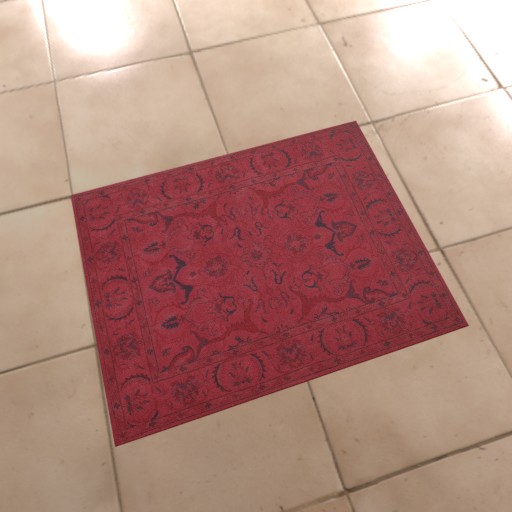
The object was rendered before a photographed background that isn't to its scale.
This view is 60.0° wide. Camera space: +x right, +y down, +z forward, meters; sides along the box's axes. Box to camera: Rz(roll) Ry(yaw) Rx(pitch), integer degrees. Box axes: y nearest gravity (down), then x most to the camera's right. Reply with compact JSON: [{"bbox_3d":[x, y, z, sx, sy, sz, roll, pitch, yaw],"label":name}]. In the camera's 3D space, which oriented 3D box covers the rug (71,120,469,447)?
[{"bbox_3d":[0.000,0.000,3.909,2.929,0.012,2.300,-17,66,-8],"label":"rug"}]
